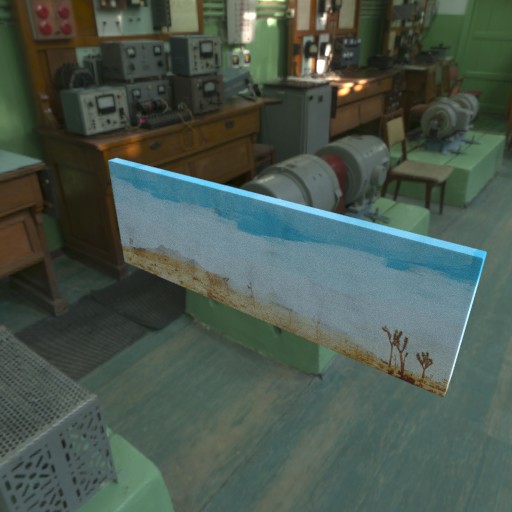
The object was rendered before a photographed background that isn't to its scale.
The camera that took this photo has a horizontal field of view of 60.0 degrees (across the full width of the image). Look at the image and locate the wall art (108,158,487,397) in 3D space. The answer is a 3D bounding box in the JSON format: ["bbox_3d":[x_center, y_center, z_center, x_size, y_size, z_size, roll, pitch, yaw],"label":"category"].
[{"bbox_3d":[0.000,0.000,0.848,0.759,0.254,0.044,19,34,30],"label":"wall art"}]
